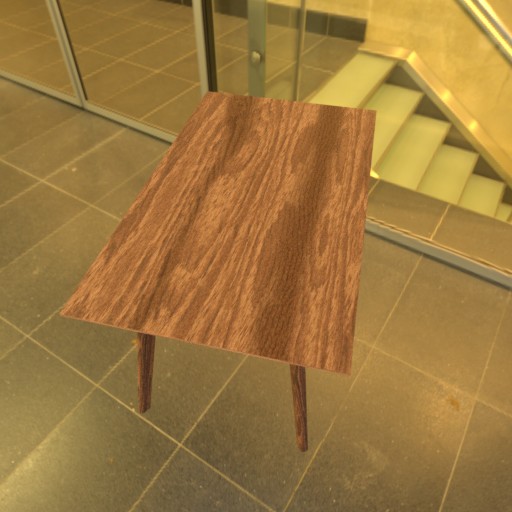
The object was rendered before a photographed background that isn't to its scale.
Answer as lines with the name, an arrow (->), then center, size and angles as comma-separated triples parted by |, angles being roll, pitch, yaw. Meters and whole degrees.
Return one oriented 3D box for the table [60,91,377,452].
table -> 0.000, 0.000, 1.878 | 0.801, 0.724, 1.349 | 10, 47, 9
